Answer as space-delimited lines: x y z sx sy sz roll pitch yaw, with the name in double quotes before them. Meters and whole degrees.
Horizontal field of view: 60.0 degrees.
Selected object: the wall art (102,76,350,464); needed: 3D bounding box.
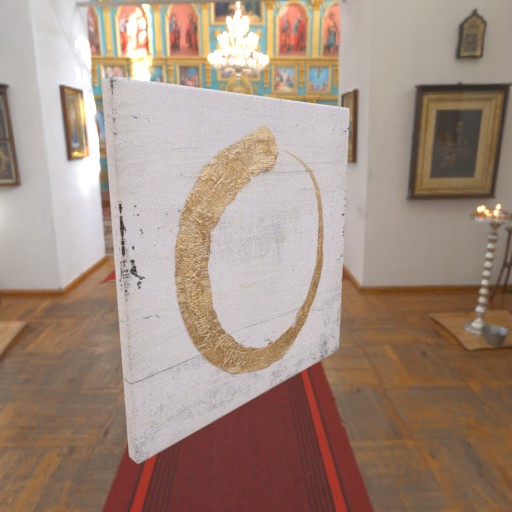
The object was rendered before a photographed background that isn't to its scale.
"wall art" 0.000 0.000 1.120 0.038 0.762 0.762 12 18 42
